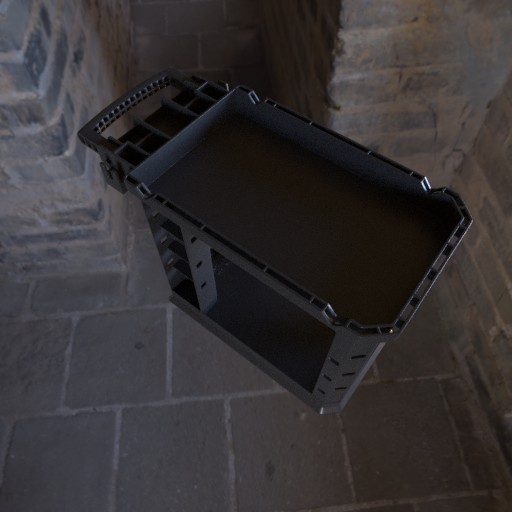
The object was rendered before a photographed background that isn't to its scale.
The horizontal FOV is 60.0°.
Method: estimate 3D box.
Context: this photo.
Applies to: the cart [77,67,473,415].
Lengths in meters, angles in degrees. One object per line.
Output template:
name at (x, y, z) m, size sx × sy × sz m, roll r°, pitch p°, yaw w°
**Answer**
cart at (0.000, 0.000, 1.557) m, size 1.061 × 0.884 × 0.497 m, roll 33°, pitch 63°, yaw 19°
